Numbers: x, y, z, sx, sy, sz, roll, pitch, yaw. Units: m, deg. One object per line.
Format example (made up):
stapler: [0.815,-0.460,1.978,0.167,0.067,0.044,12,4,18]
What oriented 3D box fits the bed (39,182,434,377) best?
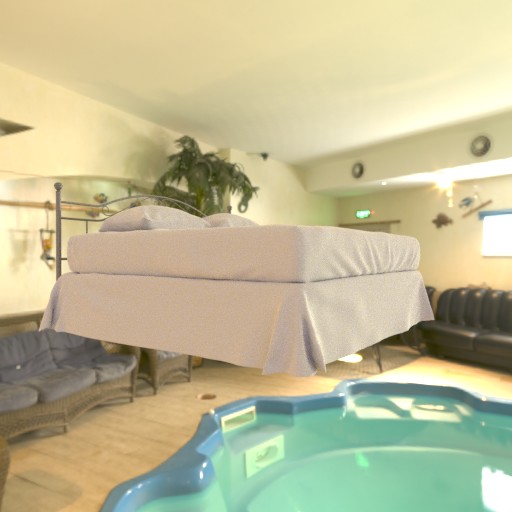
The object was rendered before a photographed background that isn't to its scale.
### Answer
bed: [0.000,0.000,3.436,2.220,1.080,2.309,0,1,36]
